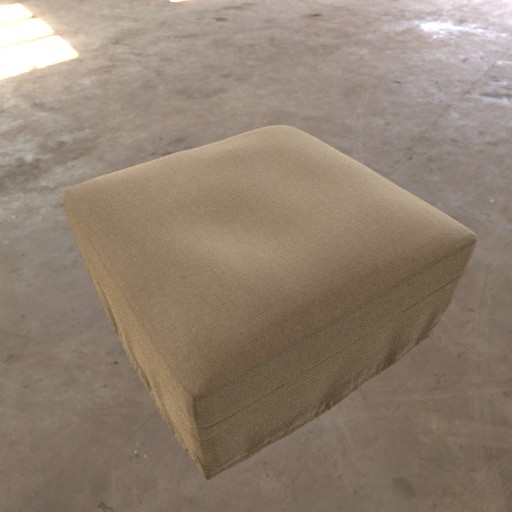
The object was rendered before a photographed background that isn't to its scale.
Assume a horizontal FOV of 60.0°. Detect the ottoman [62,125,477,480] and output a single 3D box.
[{"bbox_3d":[0.000,0.000,1.301,0.843,0.436,0.840,-24,46,-25],"label":"ottoman"}]
